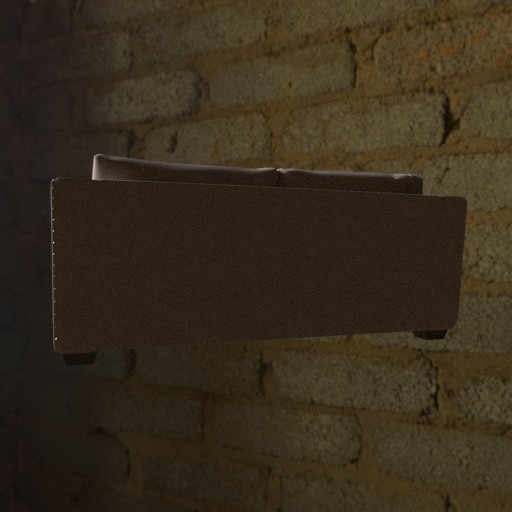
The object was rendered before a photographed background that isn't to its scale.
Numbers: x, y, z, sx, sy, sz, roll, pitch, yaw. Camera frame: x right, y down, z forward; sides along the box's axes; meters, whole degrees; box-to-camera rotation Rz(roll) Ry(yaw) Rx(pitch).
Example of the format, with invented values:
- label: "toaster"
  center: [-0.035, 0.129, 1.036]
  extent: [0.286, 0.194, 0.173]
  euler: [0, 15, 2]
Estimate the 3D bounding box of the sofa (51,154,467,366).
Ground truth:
- label: "sofa"
  center: [0.000, 0.000, 2.470]
  extent: [1.967, 0.901, 1.030]
  euler: [0, 0, -18]
